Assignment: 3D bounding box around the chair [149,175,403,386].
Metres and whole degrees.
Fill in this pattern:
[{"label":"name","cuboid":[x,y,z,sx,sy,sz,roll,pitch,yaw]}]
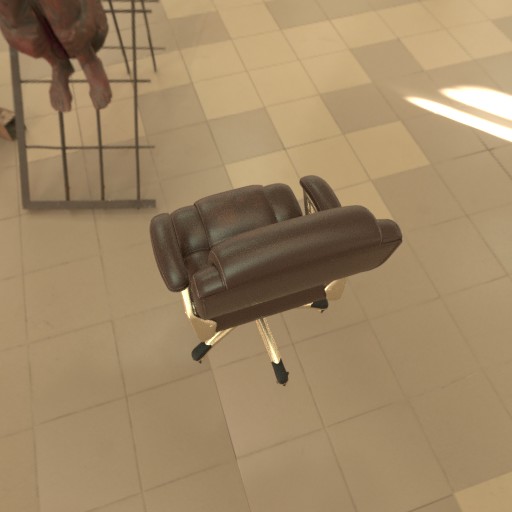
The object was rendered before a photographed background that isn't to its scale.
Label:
[{"label":"chair","cuboid":[0.000,0.000,1.623,0.692,1.194,0.749,-16,60,-9]}]
